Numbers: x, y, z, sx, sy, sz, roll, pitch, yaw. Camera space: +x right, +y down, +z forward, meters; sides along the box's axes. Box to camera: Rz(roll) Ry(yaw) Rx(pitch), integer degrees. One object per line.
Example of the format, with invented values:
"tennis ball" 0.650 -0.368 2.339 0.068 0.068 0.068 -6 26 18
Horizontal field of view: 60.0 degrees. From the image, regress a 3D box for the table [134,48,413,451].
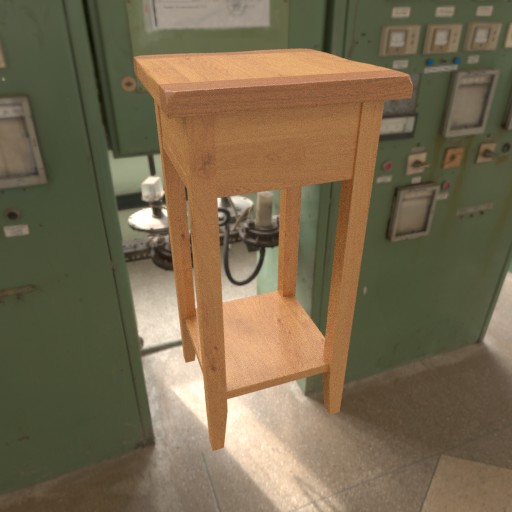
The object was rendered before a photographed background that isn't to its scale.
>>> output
"table" 0.000 0.000 0.923 0.360 0.740 0.360 -10 33 -17
